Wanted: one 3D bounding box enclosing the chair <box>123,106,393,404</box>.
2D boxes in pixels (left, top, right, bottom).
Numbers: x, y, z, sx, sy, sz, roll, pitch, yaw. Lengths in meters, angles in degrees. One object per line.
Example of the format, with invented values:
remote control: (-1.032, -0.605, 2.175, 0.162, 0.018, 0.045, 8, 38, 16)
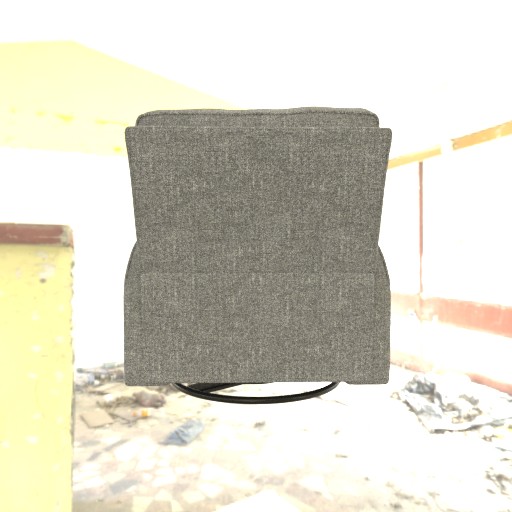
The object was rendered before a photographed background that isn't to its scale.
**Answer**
chair: (0.000, 0.000, 1.695, 0.861, 0.962, 0.964, 0, 0, -1)
